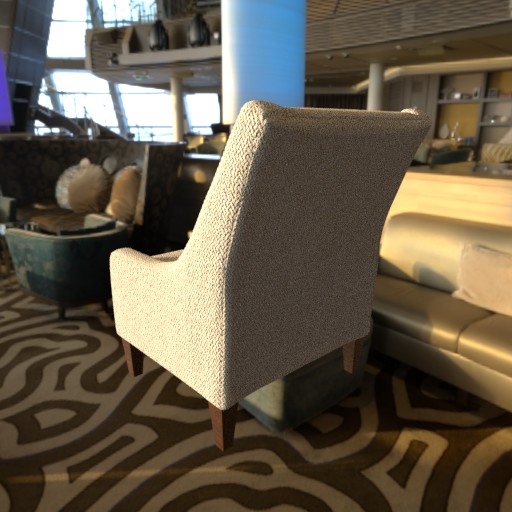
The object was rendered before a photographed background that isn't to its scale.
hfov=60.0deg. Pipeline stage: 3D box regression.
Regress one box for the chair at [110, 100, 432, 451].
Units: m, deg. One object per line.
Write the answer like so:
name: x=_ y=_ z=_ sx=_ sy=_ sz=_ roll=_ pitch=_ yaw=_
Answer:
chair: x=0.000 y=0.000 z=1.613 sx=0.774 sy=1.014 sz=0.870 roll=-14 pitch=22 yaw=-40
